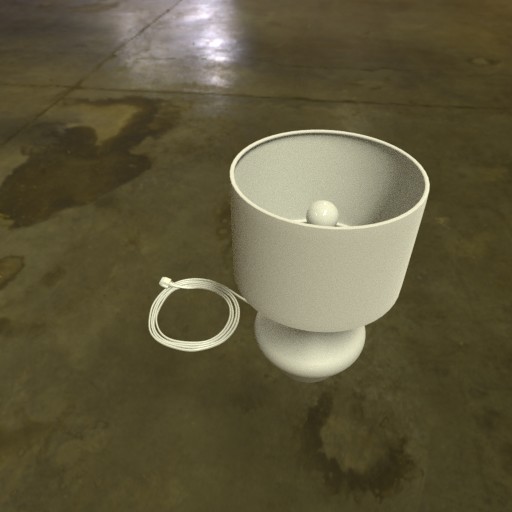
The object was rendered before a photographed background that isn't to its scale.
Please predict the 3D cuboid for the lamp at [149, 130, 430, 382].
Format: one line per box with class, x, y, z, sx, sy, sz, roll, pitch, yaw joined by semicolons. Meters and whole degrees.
lamp;0.000;0.000;0.886;0.401;0.457;0.546;-26;46;-28
